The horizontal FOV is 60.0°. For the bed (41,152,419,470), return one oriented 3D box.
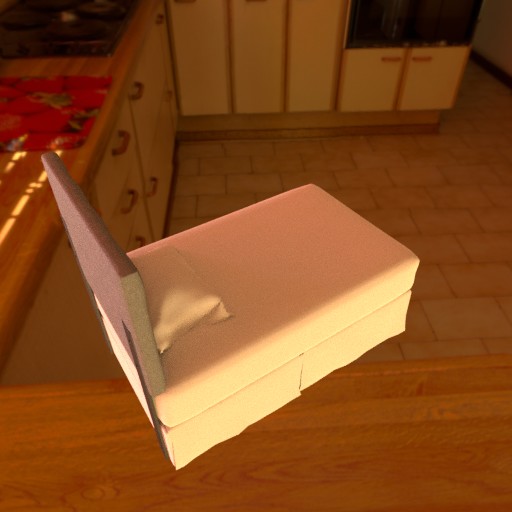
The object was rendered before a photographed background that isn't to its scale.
[{"bbox_3d":[0.000,0.000,2.892,1.997,1.571,1.261,-24,47,-25],"label":"bed"}]
